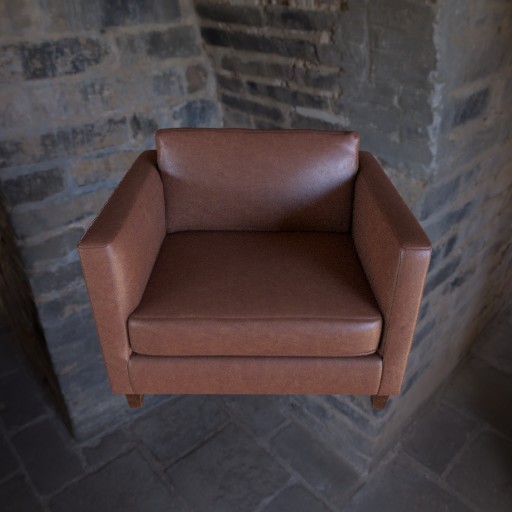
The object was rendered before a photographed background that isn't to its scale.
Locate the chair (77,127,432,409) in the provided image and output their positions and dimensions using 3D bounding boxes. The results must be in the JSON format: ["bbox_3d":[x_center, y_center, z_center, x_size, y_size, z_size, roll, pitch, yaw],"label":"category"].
[{"bbox_3d":[0.000,0.000,1.852,1.107,0.917,0.959,0,31,0],"label":"chair"}]
